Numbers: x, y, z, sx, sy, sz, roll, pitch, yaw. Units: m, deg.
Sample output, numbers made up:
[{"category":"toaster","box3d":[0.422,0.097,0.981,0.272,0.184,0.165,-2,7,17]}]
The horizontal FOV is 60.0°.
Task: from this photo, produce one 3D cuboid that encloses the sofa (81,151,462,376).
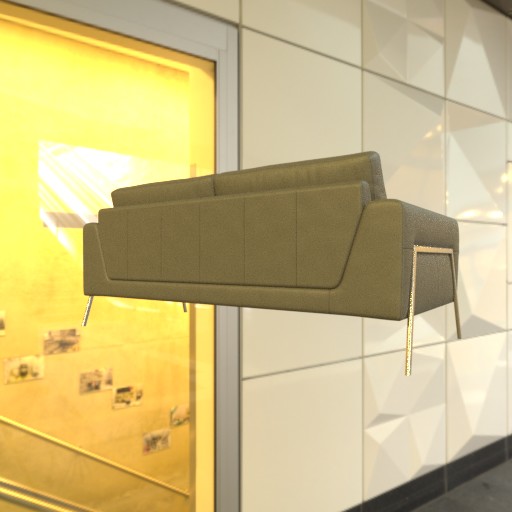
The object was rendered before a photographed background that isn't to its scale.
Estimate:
[{"category":"sofa","box3d":[0.000,0.000,2.558,2.017,0.875,0.953,0,-1,36]}]
